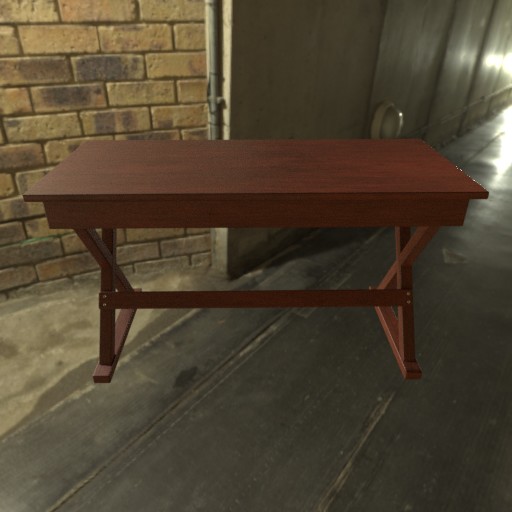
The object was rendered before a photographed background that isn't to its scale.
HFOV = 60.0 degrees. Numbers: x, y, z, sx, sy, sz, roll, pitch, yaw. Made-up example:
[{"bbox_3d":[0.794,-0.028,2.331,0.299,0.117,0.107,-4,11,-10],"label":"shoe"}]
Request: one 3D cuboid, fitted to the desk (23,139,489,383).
[{"bbox_3d":[0.000,0.000,1.747,1.372,0.761,0.600,0,30,-1],"label":"desk"}]
